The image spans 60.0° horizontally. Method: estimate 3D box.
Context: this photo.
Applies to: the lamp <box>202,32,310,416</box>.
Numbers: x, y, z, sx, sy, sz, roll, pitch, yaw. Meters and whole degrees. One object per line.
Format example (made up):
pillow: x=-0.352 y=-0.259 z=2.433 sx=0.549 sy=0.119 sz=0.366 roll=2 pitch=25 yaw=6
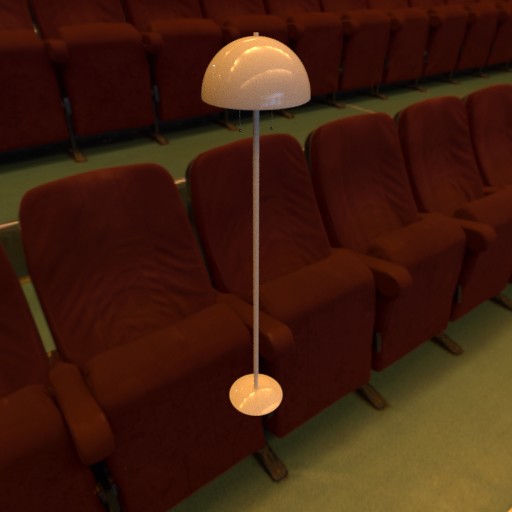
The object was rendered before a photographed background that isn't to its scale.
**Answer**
lamp: x=0.000 y=0.000 z=1.639 sx=0.328 sy=1.480 sz=0.328 roll=-21 pitch=37 yaw=-30
